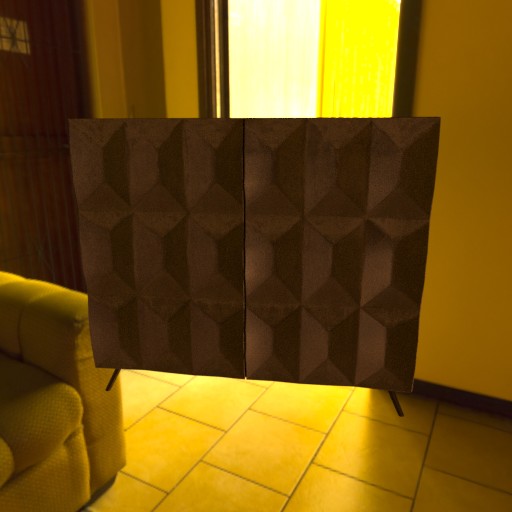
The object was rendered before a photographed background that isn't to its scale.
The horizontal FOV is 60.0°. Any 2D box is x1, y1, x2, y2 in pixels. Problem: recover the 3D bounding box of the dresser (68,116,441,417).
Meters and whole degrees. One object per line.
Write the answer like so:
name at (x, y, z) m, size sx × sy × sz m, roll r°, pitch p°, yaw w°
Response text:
dresser at (0.000, 0.000, 1.442) m, size 0.967 × 0.847 × 0.446 m, roll 2°, pitch 16°, yaw 8°
